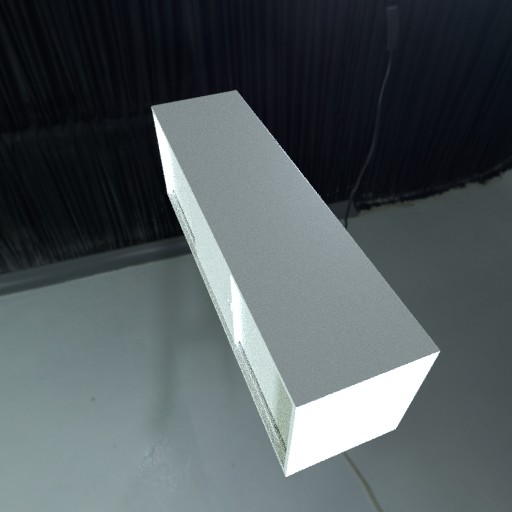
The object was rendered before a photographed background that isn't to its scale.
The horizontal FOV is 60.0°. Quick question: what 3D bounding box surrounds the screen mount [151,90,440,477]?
[{"bbox_3d":[0.000,0.000,1.760,0.400,0.619,1.490,-16,49,-15],"label":"screen mount"}]
